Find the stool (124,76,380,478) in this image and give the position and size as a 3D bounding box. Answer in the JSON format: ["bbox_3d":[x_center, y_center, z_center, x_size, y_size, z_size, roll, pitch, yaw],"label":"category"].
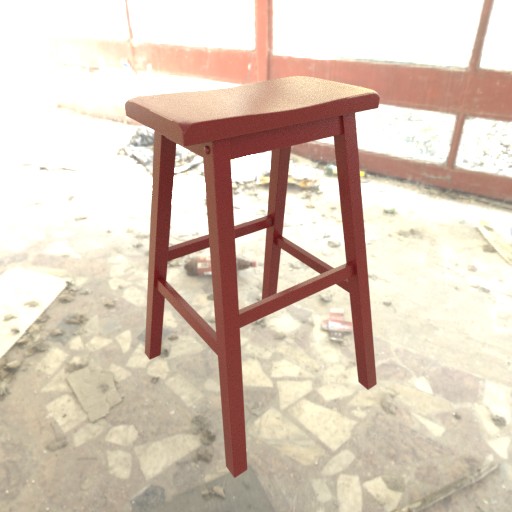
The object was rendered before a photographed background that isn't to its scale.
[{"bbox_3d":[0.000,0.000,1.053,0.457,0.737,0.476,-20,37,-30],"label":"stool"}]
